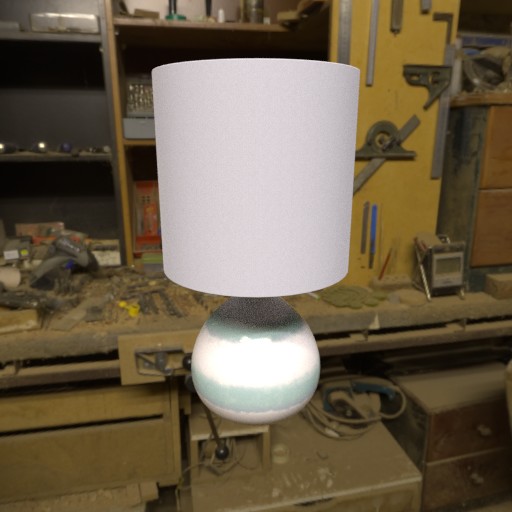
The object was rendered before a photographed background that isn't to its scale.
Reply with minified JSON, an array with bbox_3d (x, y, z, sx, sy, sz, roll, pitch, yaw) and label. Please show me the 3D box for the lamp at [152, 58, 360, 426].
[{"bbox_3d":[0.000,0.000,0.528,0.217,0.404,0.217,-3,16,-10],"label":"lamp"}]
